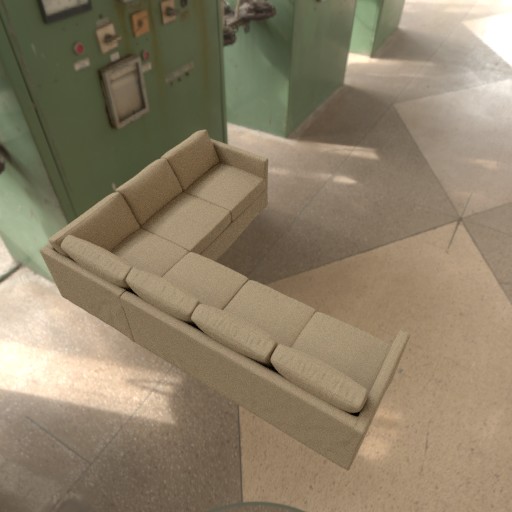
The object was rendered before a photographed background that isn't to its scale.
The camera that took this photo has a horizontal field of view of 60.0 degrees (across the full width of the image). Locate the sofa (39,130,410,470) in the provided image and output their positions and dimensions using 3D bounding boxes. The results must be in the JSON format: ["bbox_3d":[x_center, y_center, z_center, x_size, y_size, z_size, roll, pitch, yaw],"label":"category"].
[{"bbox_3d":[0.000,0.000,4.331,3.182,0.871,2.432,24,50,22],"label":"sofa"}]
